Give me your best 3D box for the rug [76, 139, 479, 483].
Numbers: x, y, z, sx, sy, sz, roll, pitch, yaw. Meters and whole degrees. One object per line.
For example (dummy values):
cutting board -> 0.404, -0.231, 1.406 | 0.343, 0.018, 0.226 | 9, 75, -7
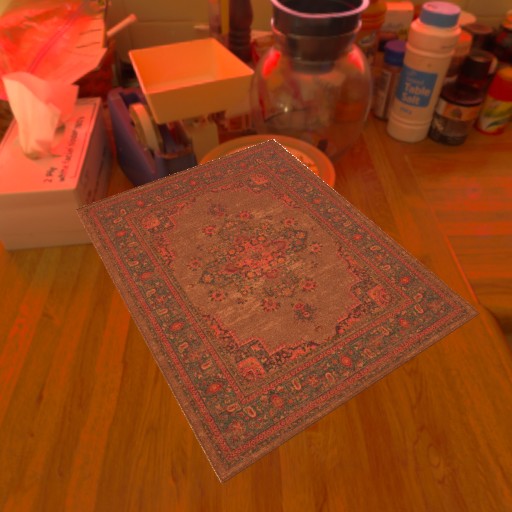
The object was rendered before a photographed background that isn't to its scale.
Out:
rug -> 0.000, 0.000, 4.083 | 2.434, 0.013, 3.057 | -25, 52, -21
